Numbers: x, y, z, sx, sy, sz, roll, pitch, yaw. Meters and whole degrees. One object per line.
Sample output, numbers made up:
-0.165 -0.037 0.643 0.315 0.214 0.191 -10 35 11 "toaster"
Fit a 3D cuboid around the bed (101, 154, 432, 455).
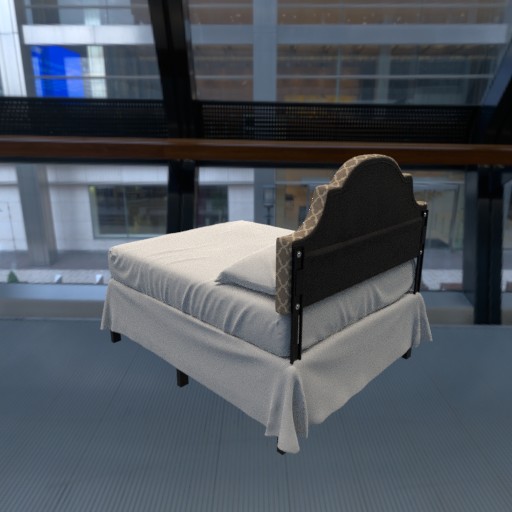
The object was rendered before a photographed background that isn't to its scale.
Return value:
0.000 0.000 3.471 2.222 1.633 1.780 16 22 42 "bed"
